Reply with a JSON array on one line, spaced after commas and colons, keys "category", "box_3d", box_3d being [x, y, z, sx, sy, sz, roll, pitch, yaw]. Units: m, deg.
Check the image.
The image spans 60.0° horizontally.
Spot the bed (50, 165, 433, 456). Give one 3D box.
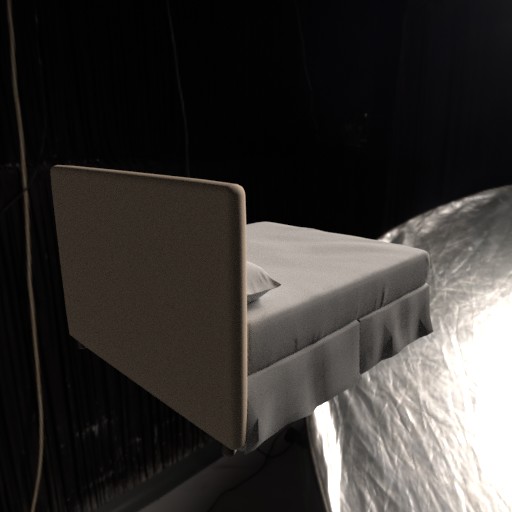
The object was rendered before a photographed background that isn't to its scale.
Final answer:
[{"category": "bed", "box_3d": [0.000, 0.000, 3.245, 1.884, 1.330, 2.142, 14, 21, 43]}]
